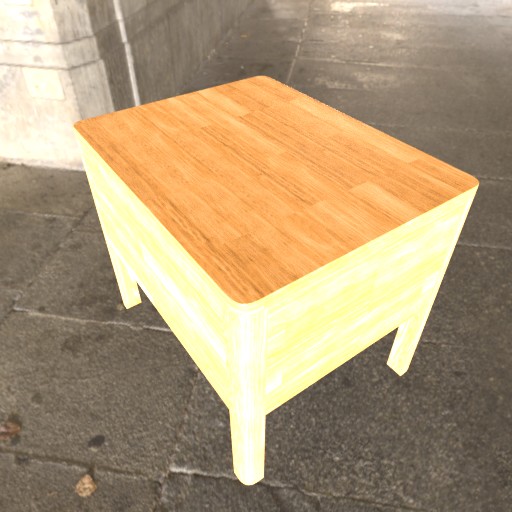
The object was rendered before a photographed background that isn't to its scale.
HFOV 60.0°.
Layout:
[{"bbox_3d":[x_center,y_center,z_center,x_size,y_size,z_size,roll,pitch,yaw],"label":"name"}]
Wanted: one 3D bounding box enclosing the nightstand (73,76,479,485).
[{"bbox_3d":[0.000,0.000,0.891,0.440,0.470,0.560,-25,47,-26],"label":"nightstand"}]
